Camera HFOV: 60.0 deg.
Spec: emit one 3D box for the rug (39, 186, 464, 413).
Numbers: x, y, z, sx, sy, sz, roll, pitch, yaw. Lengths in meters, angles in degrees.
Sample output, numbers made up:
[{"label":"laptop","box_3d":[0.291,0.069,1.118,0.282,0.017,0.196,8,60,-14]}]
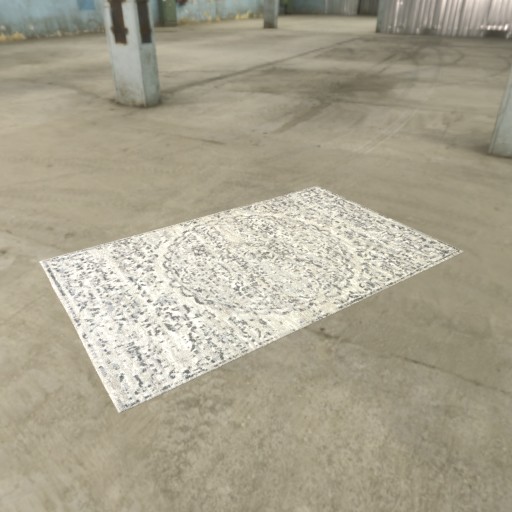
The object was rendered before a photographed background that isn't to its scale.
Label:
[{"label":"rug","box_3d":[0.000,0.000,3.003,2.447,0.021,1.527,-19,35,-29]}]
